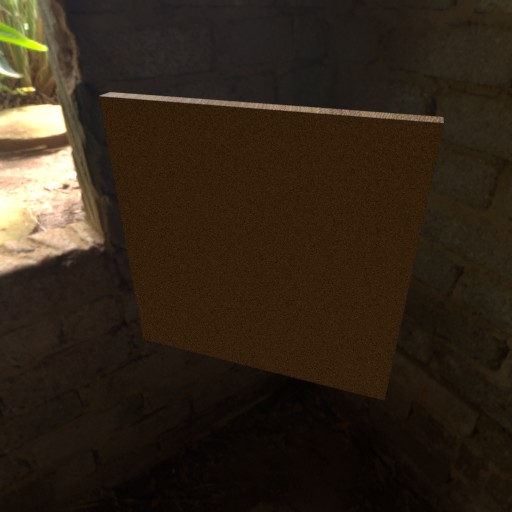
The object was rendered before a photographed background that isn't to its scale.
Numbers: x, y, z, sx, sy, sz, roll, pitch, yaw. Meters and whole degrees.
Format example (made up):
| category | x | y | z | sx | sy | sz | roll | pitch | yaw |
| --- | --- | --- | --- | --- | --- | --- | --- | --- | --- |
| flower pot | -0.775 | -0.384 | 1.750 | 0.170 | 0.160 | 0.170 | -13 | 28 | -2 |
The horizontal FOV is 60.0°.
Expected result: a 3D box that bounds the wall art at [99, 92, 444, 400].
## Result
| category | x | y | z | sx | sy | sz | roll | pitch | yaw |
| --- | --- | --- | --- | --- | --- | --- | --- | --- | --- |
| wall art | 0.000 | 0.000 | 0.915 | 0.611 | 0.608 | 0.042 | 10 | 33 | 16 |
